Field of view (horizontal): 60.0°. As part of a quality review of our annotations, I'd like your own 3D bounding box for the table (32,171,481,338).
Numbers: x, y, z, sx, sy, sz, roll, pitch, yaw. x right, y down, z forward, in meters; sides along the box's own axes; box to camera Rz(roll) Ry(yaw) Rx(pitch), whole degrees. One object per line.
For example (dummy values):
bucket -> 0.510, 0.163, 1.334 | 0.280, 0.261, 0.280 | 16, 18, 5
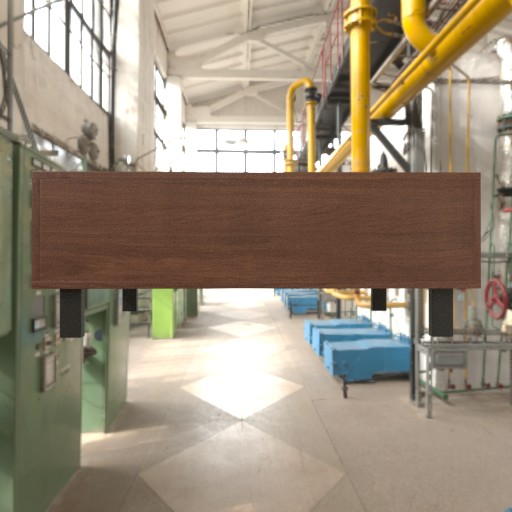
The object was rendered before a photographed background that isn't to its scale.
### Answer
table -> 0.000, 0.000, 1.306 | 1.020, 0.380, 0.600 | 0, 0, -1
